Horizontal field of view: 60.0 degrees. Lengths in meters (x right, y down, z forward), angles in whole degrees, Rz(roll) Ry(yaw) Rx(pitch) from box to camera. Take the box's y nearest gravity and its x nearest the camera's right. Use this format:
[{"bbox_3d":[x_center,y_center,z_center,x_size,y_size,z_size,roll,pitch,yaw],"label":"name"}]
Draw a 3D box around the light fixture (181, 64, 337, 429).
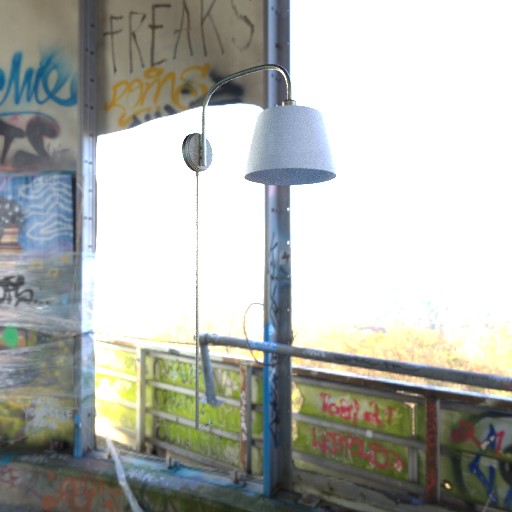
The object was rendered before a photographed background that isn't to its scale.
[{"bbox_3d":[0.000,0.000,0.464,0.176,0.399,0.092,-1,-1,37],"label":"light fixture"}]
